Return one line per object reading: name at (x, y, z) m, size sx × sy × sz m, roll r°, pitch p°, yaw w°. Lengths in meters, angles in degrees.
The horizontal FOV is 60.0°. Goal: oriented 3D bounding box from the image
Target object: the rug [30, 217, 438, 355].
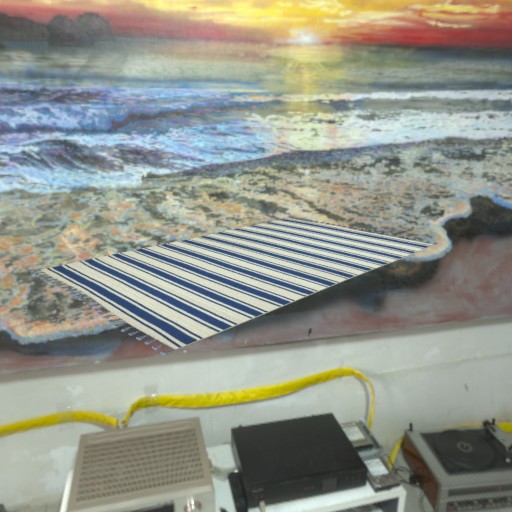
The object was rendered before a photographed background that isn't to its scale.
rug at (0.000, 0.000, 2.592) m, size 2.108 × 0.009 × 1.248 m, roll -15°, pitch 22°, yaw -42°
